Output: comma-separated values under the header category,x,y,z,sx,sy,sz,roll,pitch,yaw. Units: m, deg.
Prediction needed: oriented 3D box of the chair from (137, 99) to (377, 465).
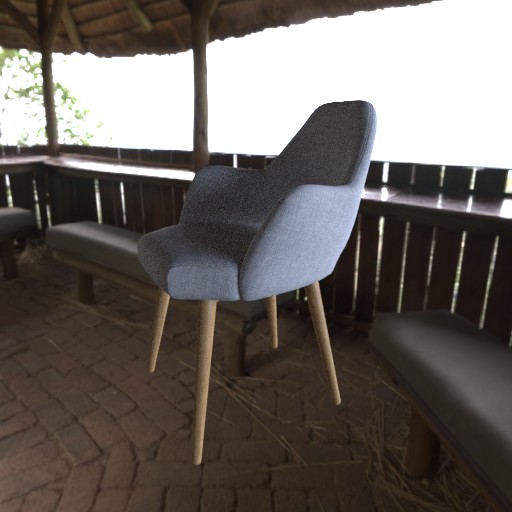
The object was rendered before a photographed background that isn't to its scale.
category,x,y,z,sx,sy,sz,roll,pitch,yaw
chair,0.000,0.000,1.249,0.610,0.840,0.590,-8,18,-25
